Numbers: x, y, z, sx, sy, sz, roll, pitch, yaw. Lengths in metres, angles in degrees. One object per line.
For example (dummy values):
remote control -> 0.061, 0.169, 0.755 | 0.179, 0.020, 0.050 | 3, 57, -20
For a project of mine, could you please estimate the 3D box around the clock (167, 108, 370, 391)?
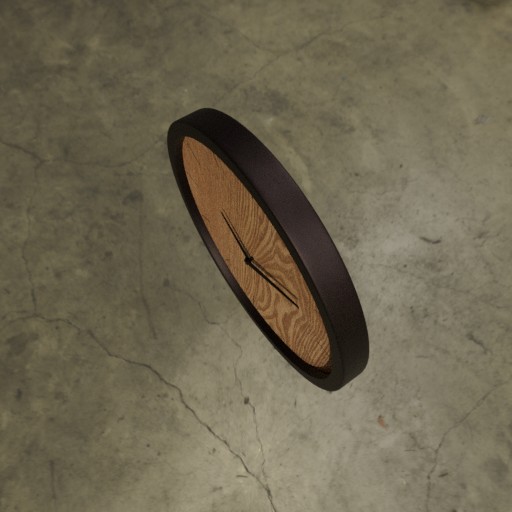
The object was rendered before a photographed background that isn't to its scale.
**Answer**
clock -> 0.000, 0.000, 0.469 | 0.029, 0.314, 0.314 | -32, 67, -15
